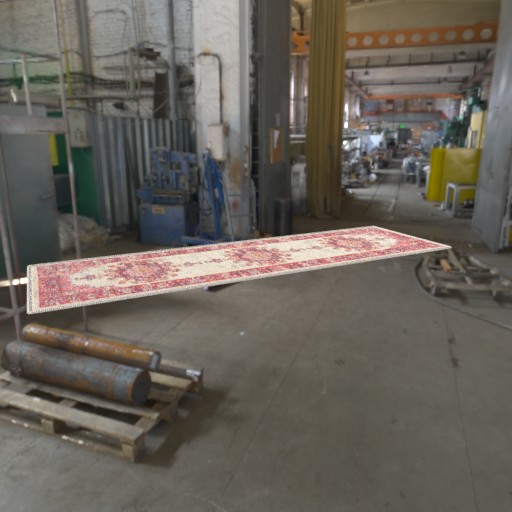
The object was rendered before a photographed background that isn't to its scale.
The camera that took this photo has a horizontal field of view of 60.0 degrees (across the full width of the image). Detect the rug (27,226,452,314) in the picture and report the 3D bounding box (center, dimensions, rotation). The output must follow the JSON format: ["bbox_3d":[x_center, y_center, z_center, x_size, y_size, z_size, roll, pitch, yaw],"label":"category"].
[{"bbox_3d":[0.000,0.000,1.972,1.824,0.009,0.562,-8,17,-25],"label":"rug"}]
